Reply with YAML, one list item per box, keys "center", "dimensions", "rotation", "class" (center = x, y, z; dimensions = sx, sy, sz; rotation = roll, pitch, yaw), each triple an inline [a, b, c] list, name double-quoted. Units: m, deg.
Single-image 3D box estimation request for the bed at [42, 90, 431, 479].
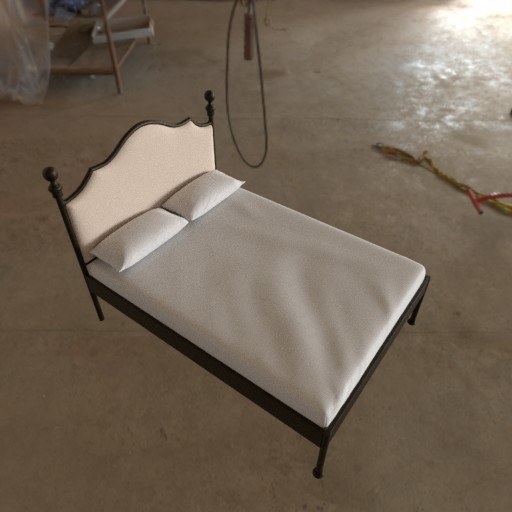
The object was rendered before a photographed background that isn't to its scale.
- center: [0.000, 0.000, 3.292]
  dimensions: [2.224, 1.499, 1.642]
  rotation: [27, 48, 26]
  class: "bed"
